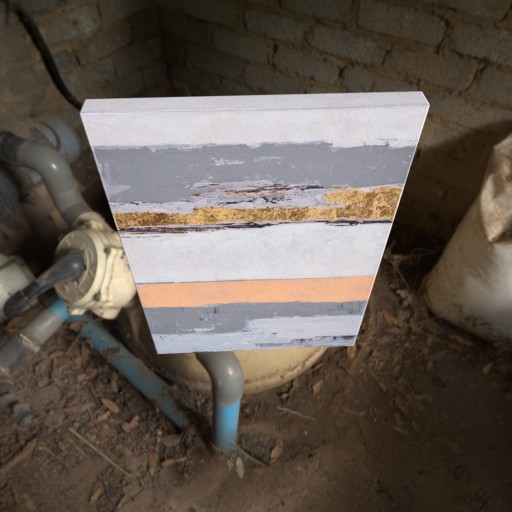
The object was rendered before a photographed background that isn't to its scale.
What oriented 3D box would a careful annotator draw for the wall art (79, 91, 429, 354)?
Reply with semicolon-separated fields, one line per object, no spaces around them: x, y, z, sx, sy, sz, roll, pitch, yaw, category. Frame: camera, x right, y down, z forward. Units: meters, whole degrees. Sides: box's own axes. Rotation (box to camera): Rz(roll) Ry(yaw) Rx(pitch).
0.000;0.000;0.812;0.456;0.609;0.038;-2;48;-2;wall art
